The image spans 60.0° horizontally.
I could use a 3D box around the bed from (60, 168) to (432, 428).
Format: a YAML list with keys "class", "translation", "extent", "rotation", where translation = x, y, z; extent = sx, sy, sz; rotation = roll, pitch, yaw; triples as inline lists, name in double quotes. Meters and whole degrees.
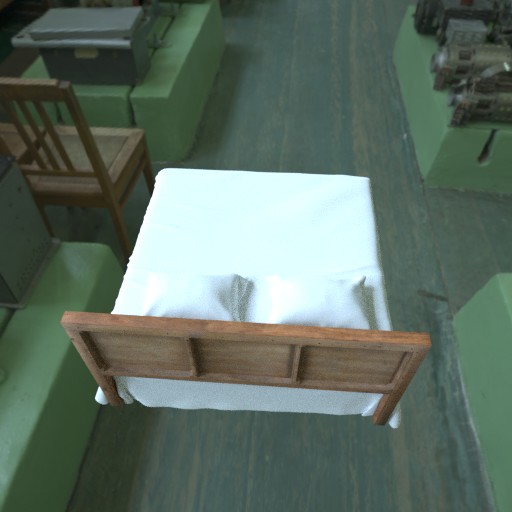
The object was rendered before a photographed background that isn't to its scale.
- class: "bed"
  translation: [0.000, 0.000, 3.520]
  extent: [2.255, 1.158, 2.165]
  rotation: [3, 49, 3]
